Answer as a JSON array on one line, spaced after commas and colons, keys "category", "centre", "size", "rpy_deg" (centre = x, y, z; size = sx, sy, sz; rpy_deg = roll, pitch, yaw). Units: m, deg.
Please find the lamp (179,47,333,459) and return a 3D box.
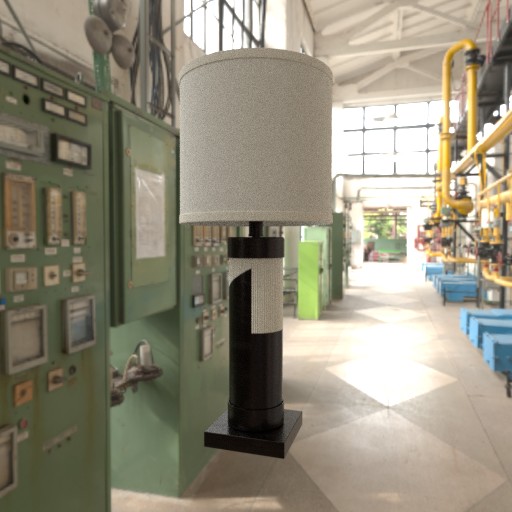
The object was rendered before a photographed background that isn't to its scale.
[{"category": "lamp", "centre": [0.000, 0.000, 0.621], "size": [0.211, 0.509, 0.211], "rpy_deg": [1, 2, 18]}]
